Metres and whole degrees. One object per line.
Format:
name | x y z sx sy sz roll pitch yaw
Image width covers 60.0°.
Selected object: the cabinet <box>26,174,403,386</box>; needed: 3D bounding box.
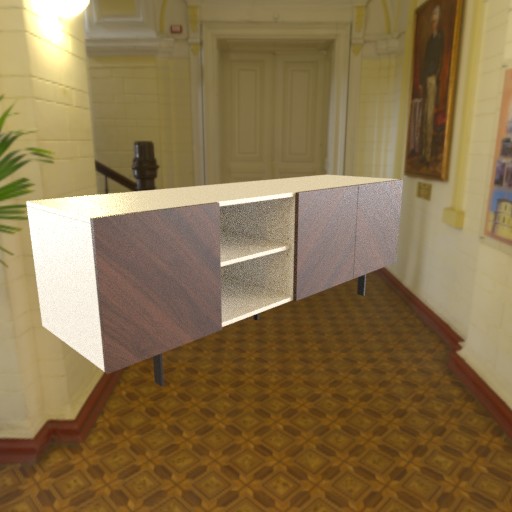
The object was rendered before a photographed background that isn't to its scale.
cabinet | 0.000 0.000 1.747 0.431 0.533 1.499 14 20 43
